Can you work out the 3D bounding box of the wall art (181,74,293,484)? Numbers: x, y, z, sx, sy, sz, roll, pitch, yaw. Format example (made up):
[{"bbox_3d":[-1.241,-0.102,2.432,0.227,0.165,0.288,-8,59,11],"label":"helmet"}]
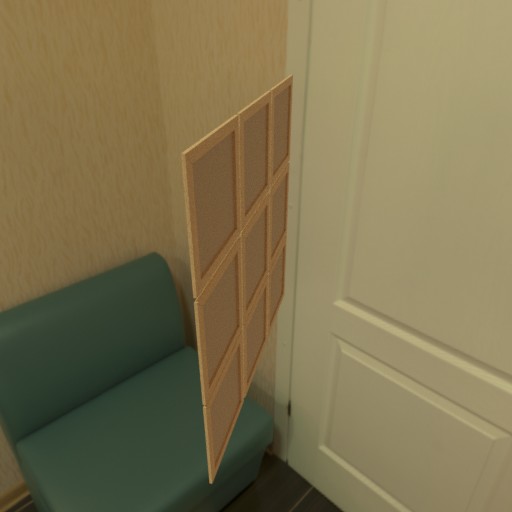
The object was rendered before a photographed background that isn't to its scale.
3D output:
[{"bbox_3d":[0.000,0.000,2.238,0.014,1.507,1.519,8,31,13],"label":"wall art"}]
